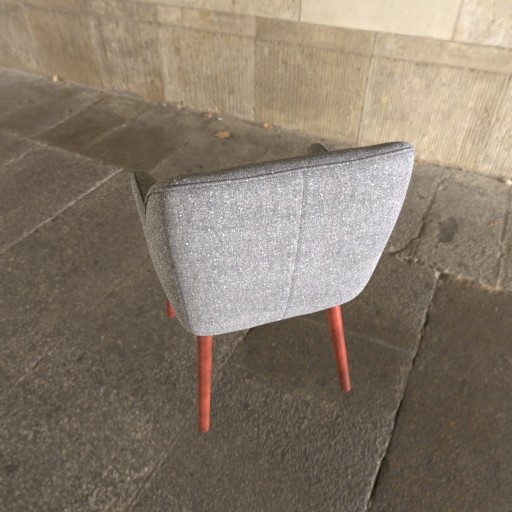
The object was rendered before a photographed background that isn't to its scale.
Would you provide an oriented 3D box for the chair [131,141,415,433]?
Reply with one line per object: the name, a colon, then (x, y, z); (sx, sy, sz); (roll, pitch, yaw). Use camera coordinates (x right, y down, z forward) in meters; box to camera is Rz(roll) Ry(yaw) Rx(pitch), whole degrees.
chair: (0.000, 0.000, 1.145); (0.543, 0.803, 0.519); (-12, 43, -13)
